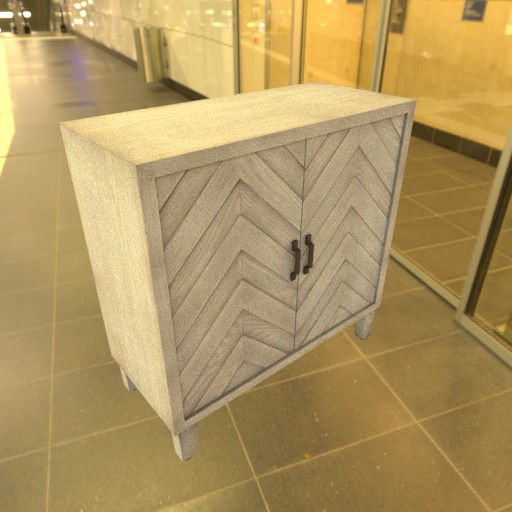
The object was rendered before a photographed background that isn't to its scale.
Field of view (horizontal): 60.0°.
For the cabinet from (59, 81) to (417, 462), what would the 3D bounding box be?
[{"bbox_3d":[0.000,0.000,1.230,0.781,0.787,0.370,-23,38,-33],"label":"cabinet"}]
